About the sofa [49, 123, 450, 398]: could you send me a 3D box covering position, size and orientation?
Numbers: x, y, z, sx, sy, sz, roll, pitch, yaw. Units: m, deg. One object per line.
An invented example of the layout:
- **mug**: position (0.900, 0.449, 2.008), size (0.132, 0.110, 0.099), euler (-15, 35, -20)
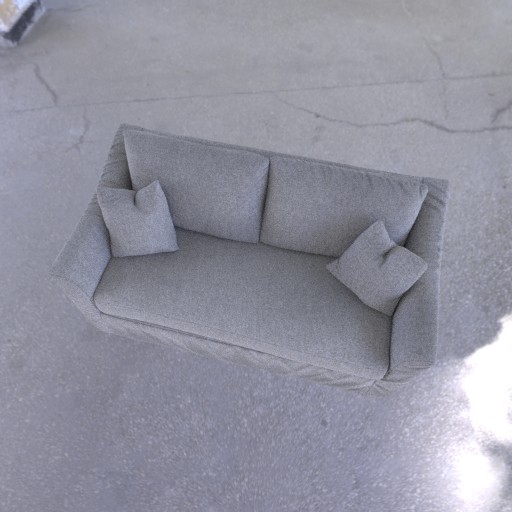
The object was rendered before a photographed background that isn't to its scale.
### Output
- **sofa**: position (0.000, 0.000, 2.627), size (2.010, 1.018, 1.072), euler (12, 58, 8)
